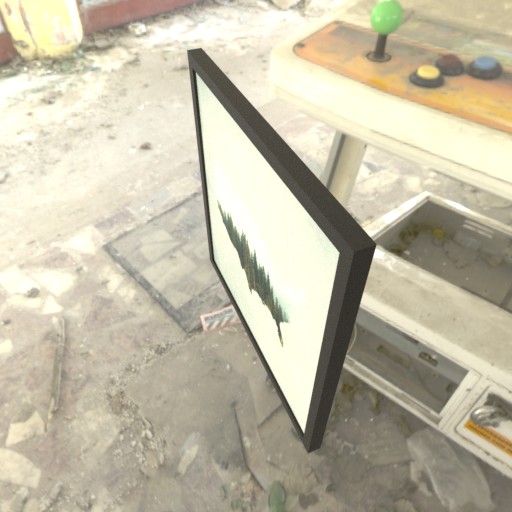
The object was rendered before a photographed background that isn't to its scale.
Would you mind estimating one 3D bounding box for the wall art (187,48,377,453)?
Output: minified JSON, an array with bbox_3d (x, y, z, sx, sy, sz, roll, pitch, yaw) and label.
[{"bbox_3d":[0.000,0.000,1.139,0.038,0.763,0.763,-18,49,-16],"label":"wall art"}]
